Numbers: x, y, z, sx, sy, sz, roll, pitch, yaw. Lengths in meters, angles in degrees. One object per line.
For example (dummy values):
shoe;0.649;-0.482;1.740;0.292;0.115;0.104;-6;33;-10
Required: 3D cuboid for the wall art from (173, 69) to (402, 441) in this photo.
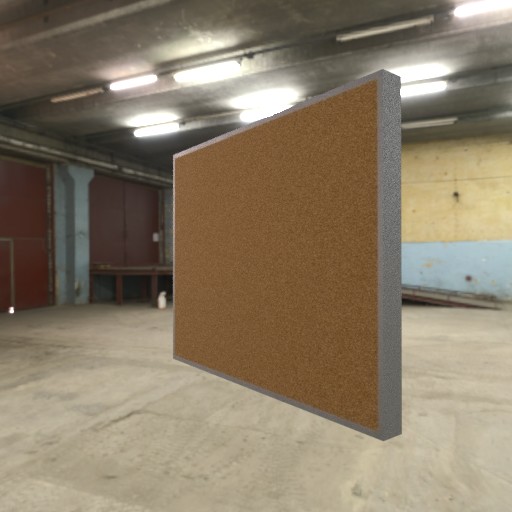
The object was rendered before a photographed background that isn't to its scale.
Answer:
wall art;0.000;0.000;0.769;0.037;0.450;0.557;0;-1;-37
